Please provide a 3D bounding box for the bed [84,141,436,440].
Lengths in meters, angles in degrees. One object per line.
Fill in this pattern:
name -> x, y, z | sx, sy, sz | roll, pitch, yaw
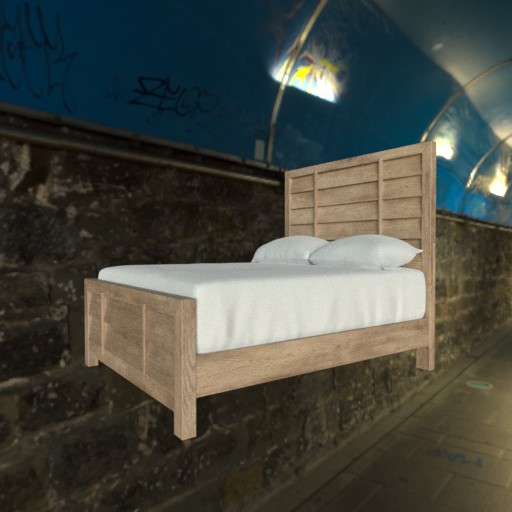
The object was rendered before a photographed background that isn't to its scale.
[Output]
bed -> 0.000, 0.000, 3.242 | 2.017, 1.631, 1.615 | -1, 2, -36
